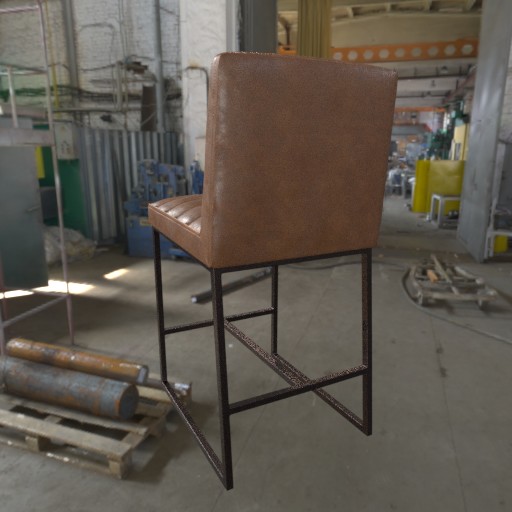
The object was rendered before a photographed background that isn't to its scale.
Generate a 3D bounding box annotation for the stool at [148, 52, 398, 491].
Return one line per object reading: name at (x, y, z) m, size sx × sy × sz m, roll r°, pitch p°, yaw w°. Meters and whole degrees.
stool at (0.000, 0.000, 1.232) m, size 0.463 × 0.942 × 0.562 m, roll -7°, pitch 16°, yaw -27°
